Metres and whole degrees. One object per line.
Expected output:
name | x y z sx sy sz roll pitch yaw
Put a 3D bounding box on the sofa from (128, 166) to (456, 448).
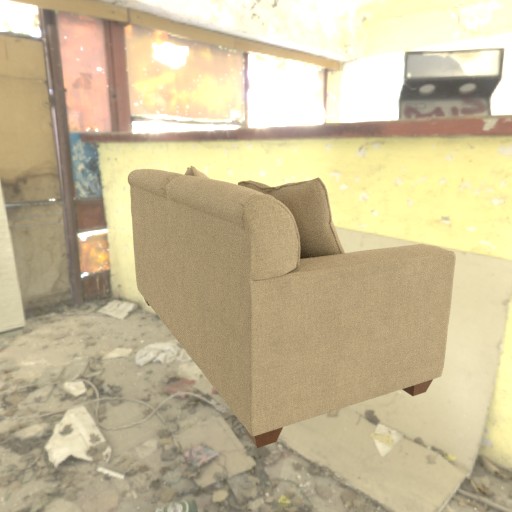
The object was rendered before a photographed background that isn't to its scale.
sofa | 0.000 0.000 2.443 0.998 0.958 1.846 -7 15 -26
